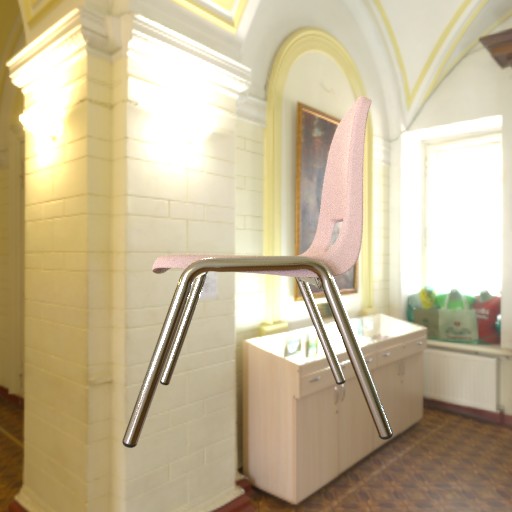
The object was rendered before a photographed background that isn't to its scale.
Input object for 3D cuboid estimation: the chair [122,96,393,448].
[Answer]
[{"bbox_3d":[0.000,0.000,0.855,0.423,0.586,0.354,0,0,-3],"label":"chair"}]
